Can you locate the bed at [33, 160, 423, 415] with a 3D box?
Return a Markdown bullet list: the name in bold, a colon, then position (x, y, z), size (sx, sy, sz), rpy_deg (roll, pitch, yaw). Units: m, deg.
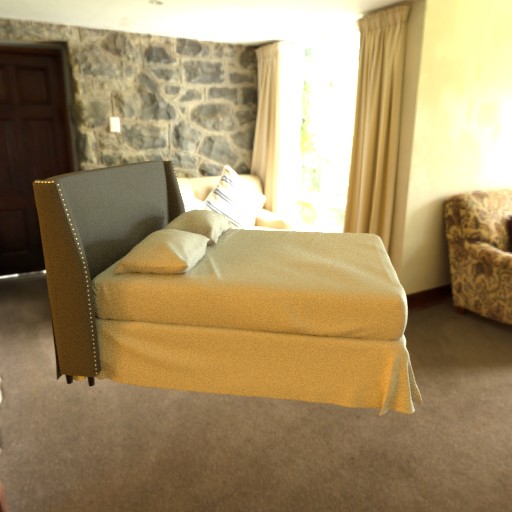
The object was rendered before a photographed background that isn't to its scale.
- **bed**: position (0.000, 0.000, 3.391), size (2.276, 1.332, 1.925), rpy_deg (3, 16, 10)
